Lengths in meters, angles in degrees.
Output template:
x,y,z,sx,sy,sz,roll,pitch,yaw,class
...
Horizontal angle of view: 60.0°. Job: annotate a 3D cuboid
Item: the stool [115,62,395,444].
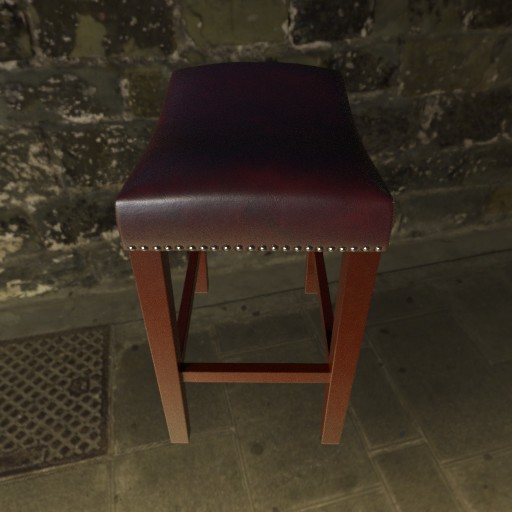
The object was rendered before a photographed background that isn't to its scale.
x,y,z,sx,sy,sz,roll,pitch,yaw,class
0.000,0.000,0.939,0.372,0.657,0.504,0,41,0,stool
